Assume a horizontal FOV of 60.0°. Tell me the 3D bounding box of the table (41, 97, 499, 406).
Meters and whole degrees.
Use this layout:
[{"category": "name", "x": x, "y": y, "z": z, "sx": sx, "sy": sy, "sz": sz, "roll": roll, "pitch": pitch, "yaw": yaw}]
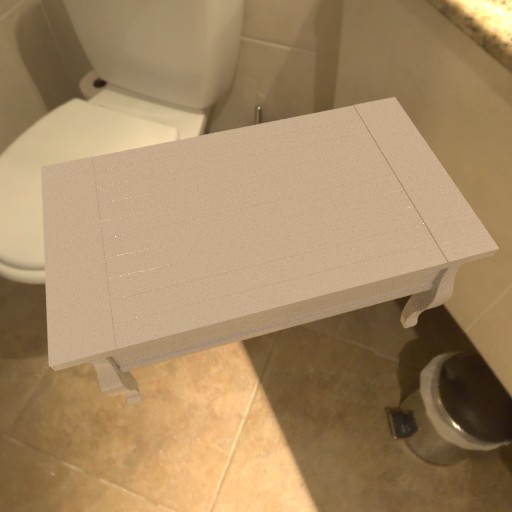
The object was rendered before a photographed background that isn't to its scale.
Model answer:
[{"category": "table", "x": 0.000, "y": 0.000, "z": 1.357, "sx": 1.062, "sy": 0.495, "sz": 0.600, "roll": -14, "pitch": 59, "yaw": -8}]
